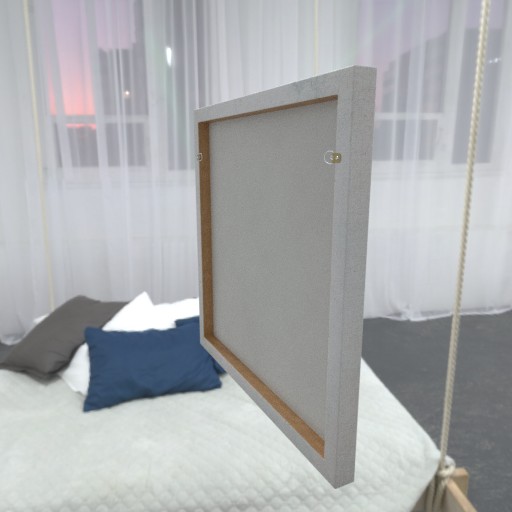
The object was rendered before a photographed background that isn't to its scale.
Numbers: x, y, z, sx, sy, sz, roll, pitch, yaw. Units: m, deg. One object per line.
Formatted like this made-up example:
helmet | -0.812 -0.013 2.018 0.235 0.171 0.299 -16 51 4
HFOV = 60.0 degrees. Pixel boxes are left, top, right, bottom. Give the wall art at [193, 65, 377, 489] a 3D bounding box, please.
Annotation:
wall art | 0.000 0.000 0.889 0.040 0.612 0.612 -6 14 -26
